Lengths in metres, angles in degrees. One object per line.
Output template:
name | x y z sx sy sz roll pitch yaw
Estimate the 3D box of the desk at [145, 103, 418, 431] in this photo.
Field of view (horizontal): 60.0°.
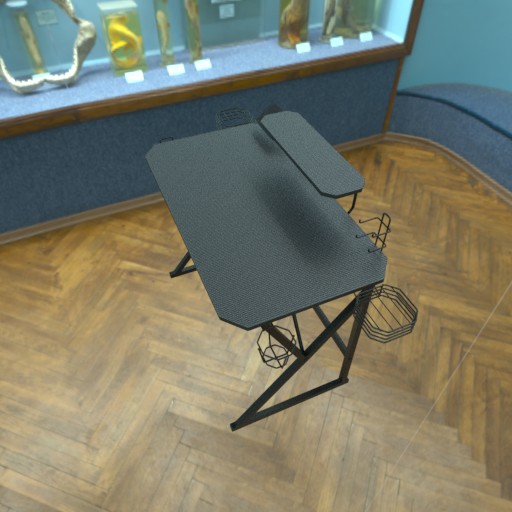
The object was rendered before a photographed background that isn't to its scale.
desk | 0.000 0.000 1.748 0.580 0.880 1.290 -17 48 -16
